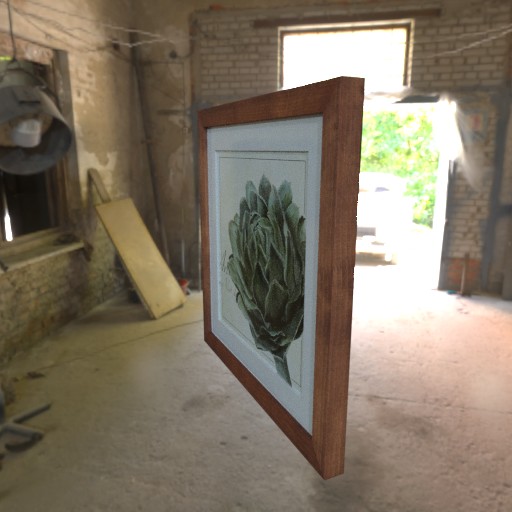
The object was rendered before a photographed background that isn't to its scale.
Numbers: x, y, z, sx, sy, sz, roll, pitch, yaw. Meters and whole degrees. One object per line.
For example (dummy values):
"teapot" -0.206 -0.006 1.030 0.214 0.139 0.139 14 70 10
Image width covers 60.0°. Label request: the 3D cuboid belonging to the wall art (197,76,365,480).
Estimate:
"wall art" 0.000 0.000 0.851 0.037 0.572 0.554 -6 15 -25
